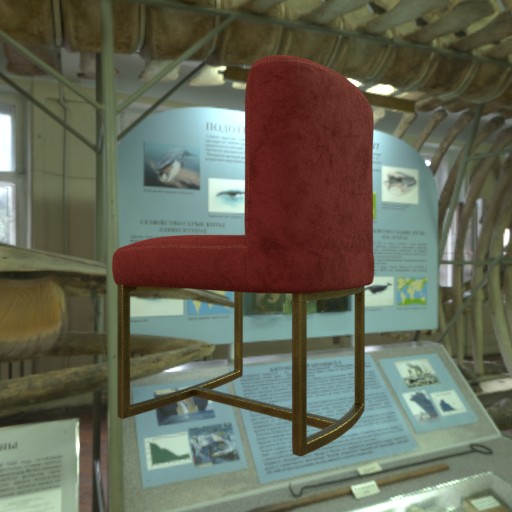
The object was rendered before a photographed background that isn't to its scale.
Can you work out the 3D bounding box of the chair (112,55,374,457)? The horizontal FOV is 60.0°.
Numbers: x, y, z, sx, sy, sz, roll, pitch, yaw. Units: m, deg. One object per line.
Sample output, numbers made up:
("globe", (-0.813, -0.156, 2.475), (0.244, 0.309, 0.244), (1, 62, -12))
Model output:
("chair", (0.000, 0.000, 1.180), (0.560, 0.824, 0.530), (0, 0, 36))
